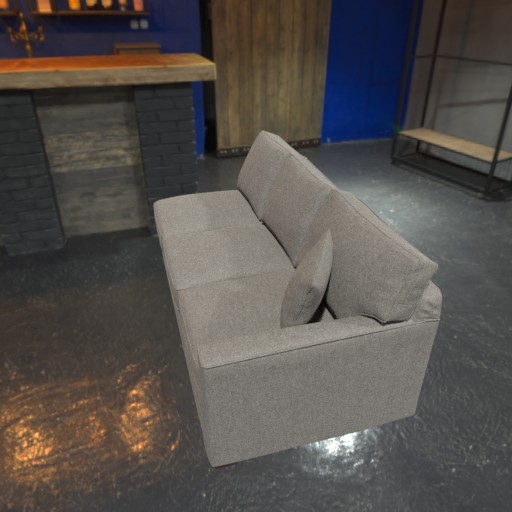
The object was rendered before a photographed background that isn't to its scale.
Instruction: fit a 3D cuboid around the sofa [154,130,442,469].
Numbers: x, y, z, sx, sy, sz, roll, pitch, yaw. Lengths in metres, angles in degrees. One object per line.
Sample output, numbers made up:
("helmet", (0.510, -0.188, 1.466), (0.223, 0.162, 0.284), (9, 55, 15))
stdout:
("sofa", (0.000, 0.000, 2.585), (1.034, 0.946, 1.963), (-8, 31, -14))
